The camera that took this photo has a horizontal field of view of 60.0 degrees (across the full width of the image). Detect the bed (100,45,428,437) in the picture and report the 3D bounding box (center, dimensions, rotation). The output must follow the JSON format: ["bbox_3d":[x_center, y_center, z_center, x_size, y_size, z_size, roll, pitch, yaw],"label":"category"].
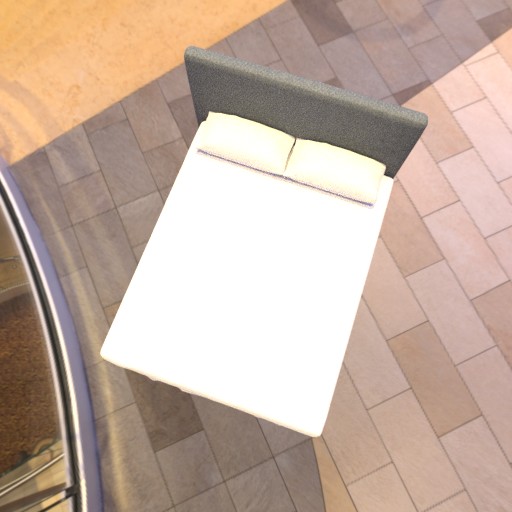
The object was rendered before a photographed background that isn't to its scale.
[{"bbox_3d":[0.000,0.000,3.192,1.723,1.330,2.142,19,74,5],"label":"bed"}]
